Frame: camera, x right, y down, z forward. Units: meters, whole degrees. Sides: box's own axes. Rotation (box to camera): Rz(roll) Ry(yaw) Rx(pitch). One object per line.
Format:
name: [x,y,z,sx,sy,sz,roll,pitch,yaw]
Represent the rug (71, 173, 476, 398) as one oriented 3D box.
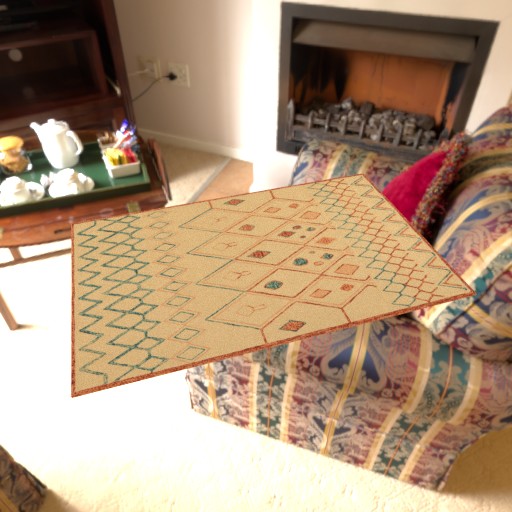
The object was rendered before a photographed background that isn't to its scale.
rug: [0.000,0.000,3.062,2.438,0.015,1.524,-12,43,-13]
